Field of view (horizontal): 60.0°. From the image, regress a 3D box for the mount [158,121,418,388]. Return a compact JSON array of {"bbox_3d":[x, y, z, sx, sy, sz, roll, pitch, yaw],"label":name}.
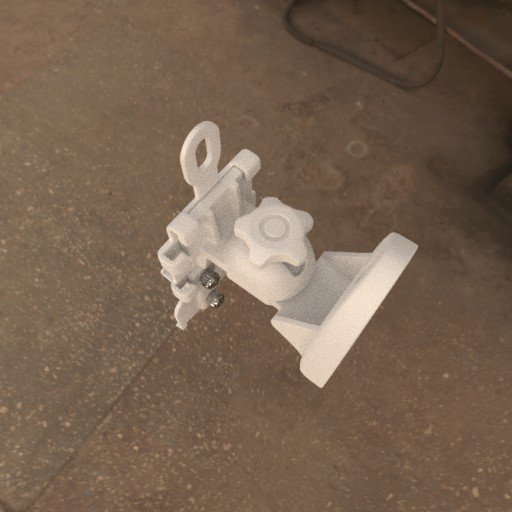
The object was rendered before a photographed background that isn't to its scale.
[{"bbox_3d":[0.000,0.000,0.180,0.100,0.118,0.066,34,68,16],"label":"mount"}]
